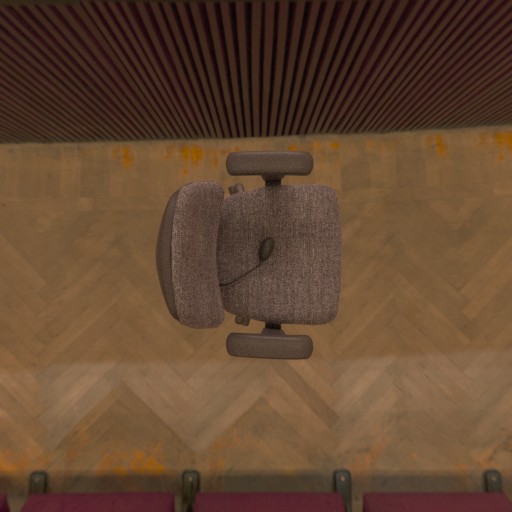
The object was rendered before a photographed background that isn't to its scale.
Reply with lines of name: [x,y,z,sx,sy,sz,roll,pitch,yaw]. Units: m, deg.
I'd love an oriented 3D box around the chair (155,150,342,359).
chair: [0.000,0.000,1.287,0.530,0.910,0.550,0,90,0]
